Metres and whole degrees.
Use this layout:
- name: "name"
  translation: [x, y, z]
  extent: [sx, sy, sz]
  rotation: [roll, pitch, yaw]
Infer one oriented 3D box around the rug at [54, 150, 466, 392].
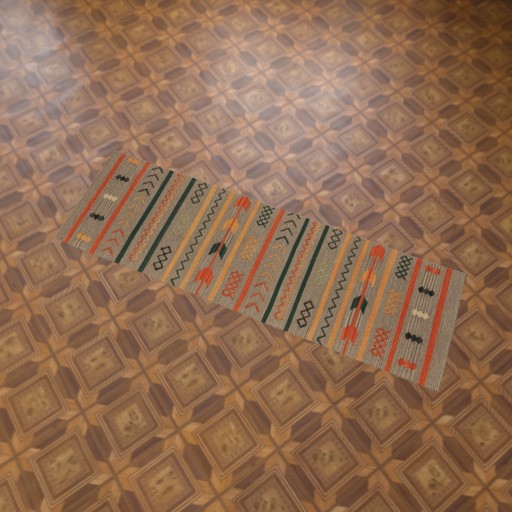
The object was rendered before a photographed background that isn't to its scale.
- name: "rug"
  translation: [0.000, 0.000, 2.701]
  extent: [2.419, 0.022, 0.744]
  rotation: [21, 66, 10]
